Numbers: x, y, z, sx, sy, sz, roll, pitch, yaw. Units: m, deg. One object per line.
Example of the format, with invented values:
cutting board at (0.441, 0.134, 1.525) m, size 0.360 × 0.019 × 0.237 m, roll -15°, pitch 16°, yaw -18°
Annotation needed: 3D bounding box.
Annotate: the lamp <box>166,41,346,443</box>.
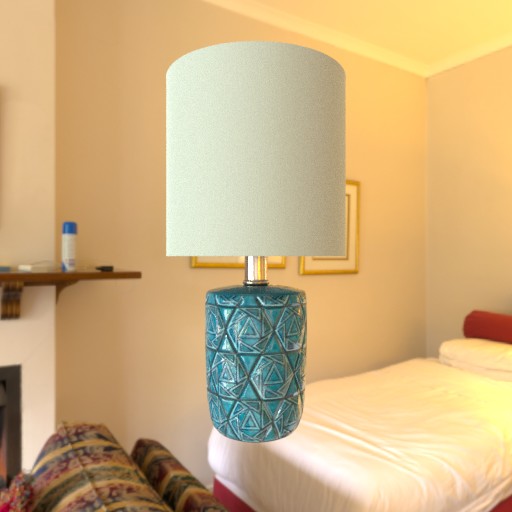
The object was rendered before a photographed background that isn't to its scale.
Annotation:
lamp at (0.000, 0.000, 0.485) m, size 0.193 × 0.377 × 0.193 m, roll 0°, pitch 0°, yaw 18°
